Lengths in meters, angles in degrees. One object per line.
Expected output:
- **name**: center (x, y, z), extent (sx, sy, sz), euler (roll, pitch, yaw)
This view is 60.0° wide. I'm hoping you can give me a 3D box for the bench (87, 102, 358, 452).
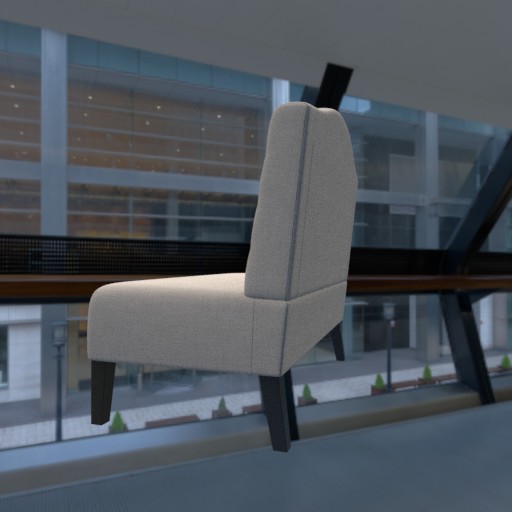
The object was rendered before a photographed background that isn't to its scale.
- **bench**: center (0.000, 0.000, 2.036), extent (0.815, 1.180, 1.335), euler (0, 0, 19)
